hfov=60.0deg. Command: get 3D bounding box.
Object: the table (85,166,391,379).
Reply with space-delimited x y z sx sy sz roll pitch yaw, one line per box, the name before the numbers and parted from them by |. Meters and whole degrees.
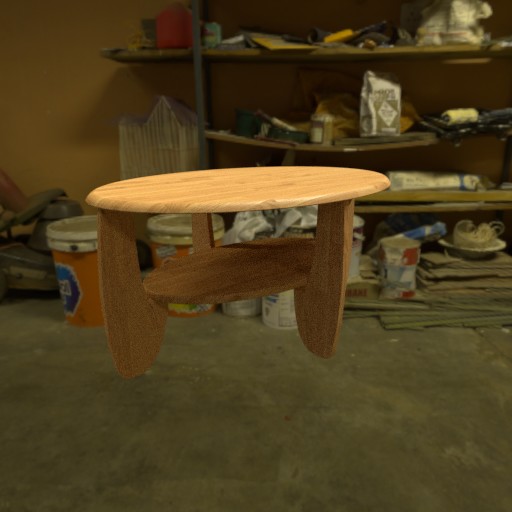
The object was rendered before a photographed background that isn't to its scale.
table | 0.000 0.000 1.433 1.040 0.490 0.690 -15 22 -41
